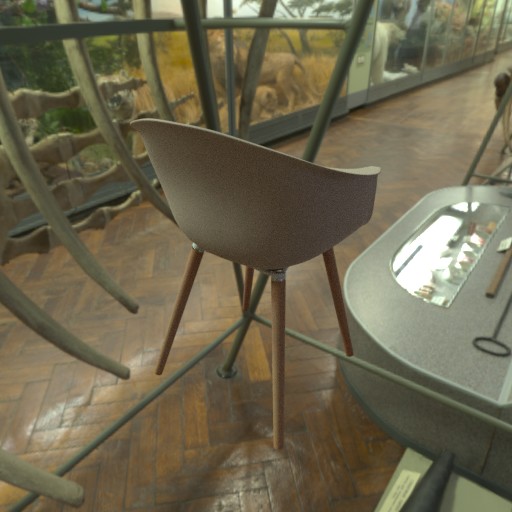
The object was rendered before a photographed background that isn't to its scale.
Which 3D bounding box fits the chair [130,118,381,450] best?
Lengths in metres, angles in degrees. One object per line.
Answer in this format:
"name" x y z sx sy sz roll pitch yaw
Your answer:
"chair" 0.000 0.000 1.176 0.593 0.781 0.504 20 35 31
